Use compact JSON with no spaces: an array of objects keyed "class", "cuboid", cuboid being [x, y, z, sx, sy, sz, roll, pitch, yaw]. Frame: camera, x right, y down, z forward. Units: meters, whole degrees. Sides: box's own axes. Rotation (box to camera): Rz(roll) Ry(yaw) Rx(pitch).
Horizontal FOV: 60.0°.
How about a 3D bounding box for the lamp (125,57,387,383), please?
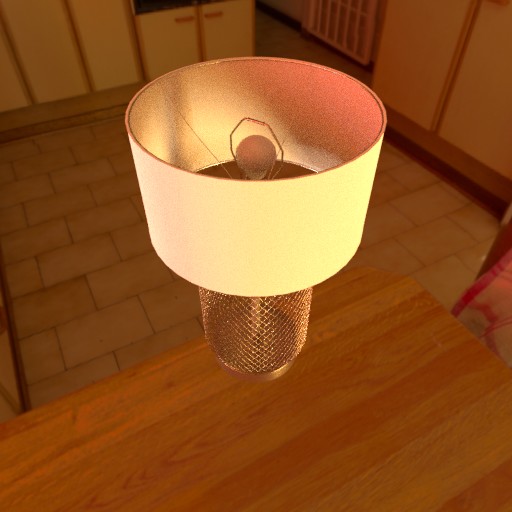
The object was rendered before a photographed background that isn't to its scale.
[{"class":"lamp","cuboid":[0.000,0.000,0.812,0.353,0.578,0.353,0,45,0]}]
